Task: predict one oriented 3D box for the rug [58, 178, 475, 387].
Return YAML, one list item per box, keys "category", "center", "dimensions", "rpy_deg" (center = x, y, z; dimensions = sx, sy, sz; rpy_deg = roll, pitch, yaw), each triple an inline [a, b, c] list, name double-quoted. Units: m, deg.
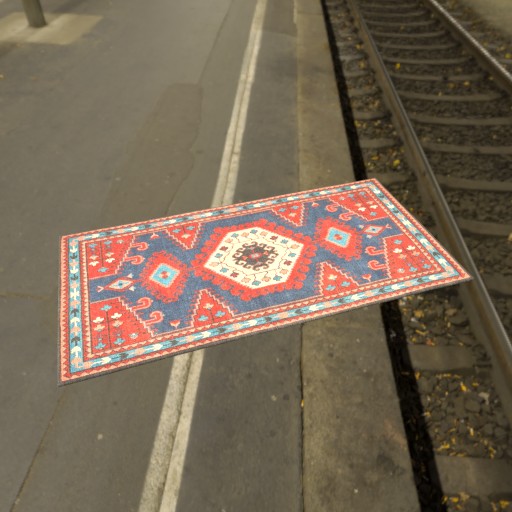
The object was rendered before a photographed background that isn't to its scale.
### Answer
- category: "rug"
  center: [0.000, 0.000, 3.582]
  dimensions: [3.032, 0.034, 1.522]
  rpy_deg: [-12, 43, -13]
